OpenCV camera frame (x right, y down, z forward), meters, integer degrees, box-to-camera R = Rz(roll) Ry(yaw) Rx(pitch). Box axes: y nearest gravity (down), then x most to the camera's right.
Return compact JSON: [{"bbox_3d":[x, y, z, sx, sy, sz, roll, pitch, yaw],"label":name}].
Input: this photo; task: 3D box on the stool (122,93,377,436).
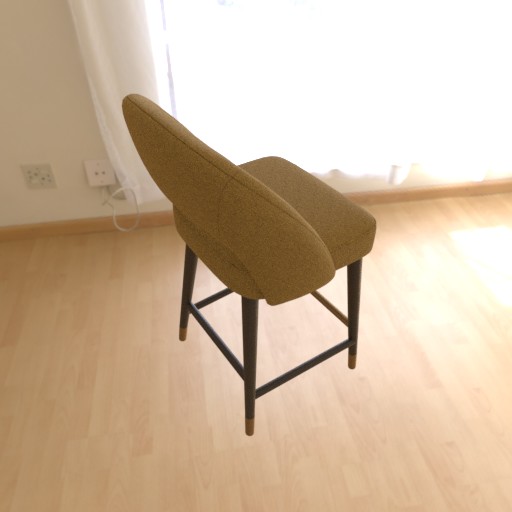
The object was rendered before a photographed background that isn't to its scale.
[{"bbox_3d":[0.000,0.000,1.249,0.522,0.939,0.536,-24,46,-26],"label":"stool"}]
